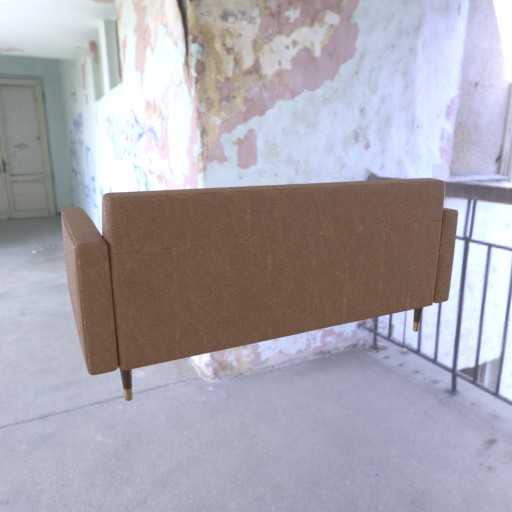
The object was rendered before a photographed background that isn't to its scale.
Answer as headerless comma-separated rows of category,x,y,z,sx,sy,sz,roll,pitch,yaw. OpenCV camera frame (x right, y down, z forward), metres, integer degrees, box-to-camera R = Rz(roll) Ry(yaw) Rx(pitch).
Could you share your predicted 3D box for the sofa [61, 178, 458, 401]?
sofa,0.000,0.000,2.344,1.847,0.821,0.993,-7,16,-25
